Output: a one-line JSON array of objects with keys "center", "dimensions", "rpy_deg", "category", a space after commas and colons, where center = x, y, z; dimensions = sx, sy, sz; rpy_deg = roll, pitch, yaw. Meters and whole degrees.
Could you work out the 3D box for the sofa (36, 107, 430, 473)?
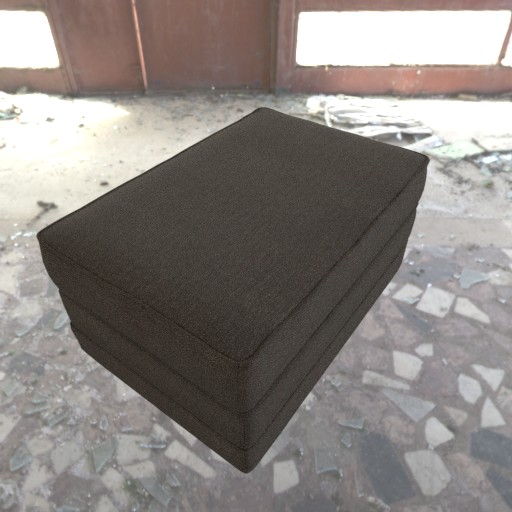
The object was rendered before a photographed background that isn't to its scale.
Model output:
[{"center": [0.000, 0.000, 1.186], "dimensions": [0.578, 0.457, 0.854], "rpy_deg": [26, 47, 27], "category": "sofa"}]
